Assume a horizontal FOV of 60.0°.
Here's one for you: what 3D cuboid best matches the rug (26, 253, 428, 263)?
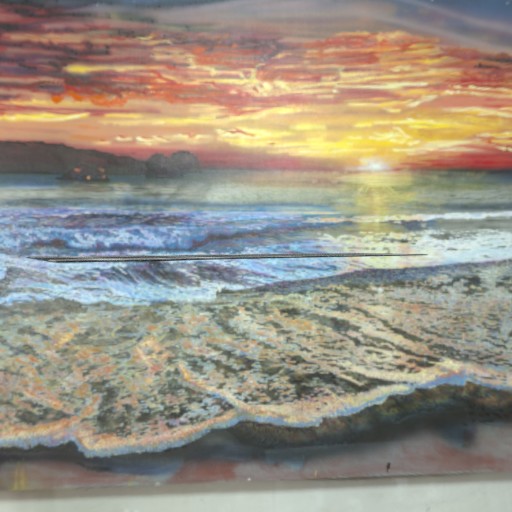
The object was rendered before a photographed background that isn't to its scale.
[{"bbox_3d":[0.000,0.000,2.722,2.434,0.012,0.760,-1,2,-35],"label":"rug"}]
